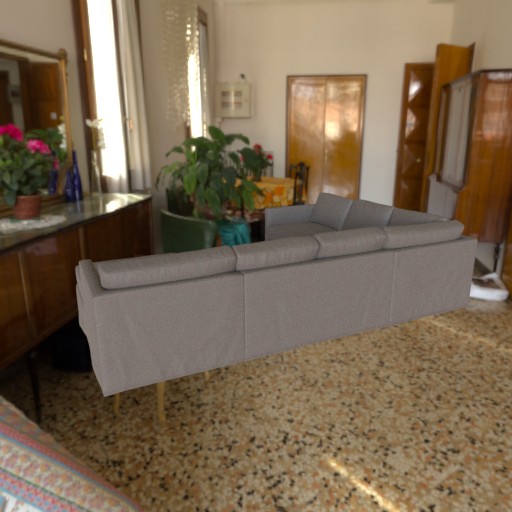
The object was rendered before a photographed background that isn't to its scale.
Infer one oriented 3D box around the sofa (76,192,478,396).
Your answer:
[{"bbox_3d":[0.000,0.000,4.519,3.460,0.882,2.427,-8,18,-25],"label":"sofa"}]
